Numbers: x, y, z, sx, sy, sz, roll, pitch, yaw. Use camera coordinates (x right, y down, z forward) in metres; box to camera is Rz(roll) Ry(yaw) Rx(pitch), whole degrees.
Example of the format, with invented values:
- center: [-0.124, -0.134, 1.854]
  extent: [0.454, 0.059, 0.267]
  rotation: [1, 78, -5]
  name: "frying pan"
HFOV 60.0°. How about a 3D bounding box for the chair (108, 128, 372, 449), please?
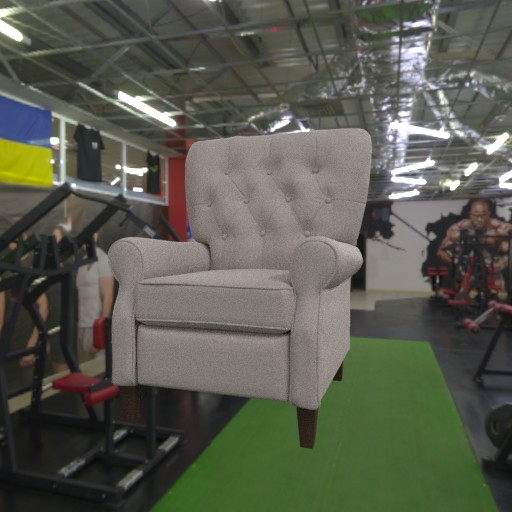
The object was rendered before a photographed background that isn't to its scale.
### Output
- center: [0.000, 0.000, 1.949]
  extent: [0.942, 1.209, 1.025]
  rotation: [1, 2, 19]
  name: "chair"
